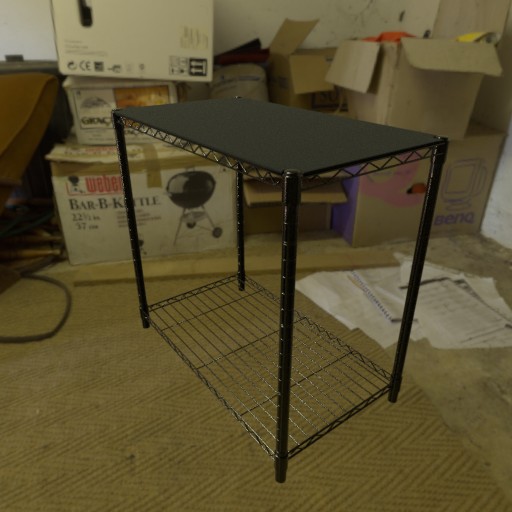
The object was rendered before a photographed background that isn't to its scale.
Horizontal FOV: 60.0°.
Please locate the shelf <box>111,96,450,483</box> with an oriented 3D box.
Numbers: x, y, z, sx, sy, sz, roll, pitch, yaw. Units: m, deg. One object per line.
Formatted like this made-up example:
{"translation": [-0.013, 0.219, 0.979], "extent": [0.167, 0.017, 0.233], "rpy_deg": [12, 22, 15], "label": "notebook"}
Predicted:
{"translation": [0.000, 0.000, 0.947], "extent": [0.338, 0.564, 0.589], "rpy_deg": [-19, 33, -32], "label": "shelf"}
